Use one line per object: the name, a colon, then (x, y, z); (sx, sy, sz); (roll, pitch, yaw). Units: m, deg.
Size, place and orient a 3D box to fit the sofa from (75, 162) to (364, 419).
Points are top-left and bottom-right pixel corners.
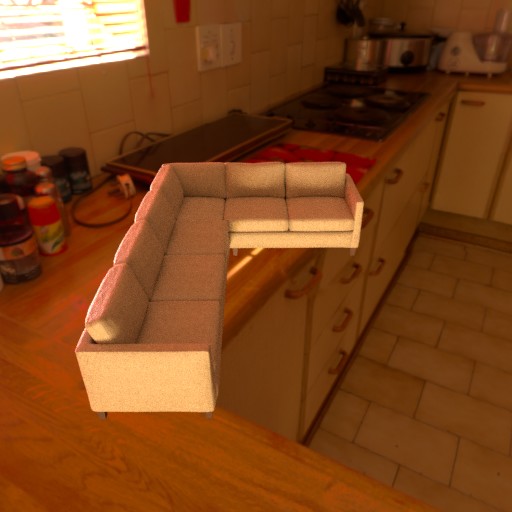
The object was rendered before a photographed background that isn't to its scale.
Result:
sofa: (0.000, 0.000, 4.493); (2.522, 0.934, 3.333); (0, 31, -1)
